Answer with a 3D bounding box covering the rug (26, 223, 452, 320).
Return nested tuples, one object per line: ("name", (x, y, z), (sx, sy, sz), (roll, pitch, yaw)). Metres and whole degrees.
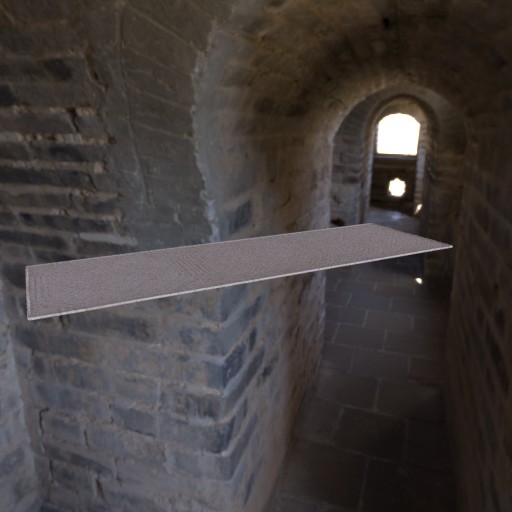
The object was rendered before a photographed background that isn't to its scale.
("rug", (0.000, 0.000, 2.643), (2.452, 0.012, 0.775), (-8, 18, -26))
